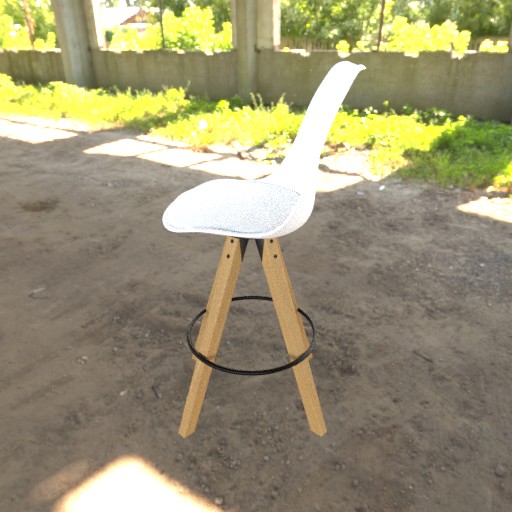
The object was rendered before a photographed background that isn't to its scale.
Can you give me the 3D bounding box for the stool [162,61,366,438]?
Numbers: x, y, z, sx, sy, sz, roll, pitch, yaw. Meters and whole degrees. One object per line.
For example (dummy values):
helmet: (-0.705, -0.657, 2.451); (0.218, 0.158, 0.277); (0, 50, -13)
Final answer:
stool: (0.000, 0.000, 1.393); (0.549, 1.115, 0.482); (0, 26, -1)
